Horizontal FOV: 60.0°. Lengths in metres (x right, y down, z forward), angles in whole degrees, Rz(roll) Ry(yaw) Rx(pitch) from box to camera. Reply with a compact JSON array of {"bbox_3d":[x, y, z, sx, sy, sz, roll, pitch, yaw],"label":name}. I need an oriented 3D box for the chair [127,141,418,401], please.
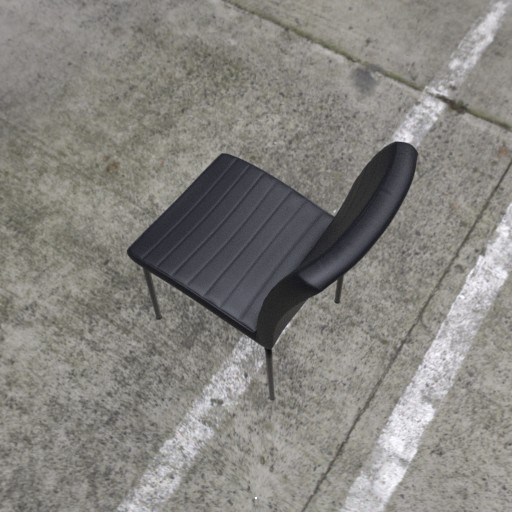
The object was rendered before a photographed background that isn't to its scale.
[{"bbox_3d":[0.000,0.000,1.219,0.572,0.872,0.450,32,66,16],"label":"chair"}]
